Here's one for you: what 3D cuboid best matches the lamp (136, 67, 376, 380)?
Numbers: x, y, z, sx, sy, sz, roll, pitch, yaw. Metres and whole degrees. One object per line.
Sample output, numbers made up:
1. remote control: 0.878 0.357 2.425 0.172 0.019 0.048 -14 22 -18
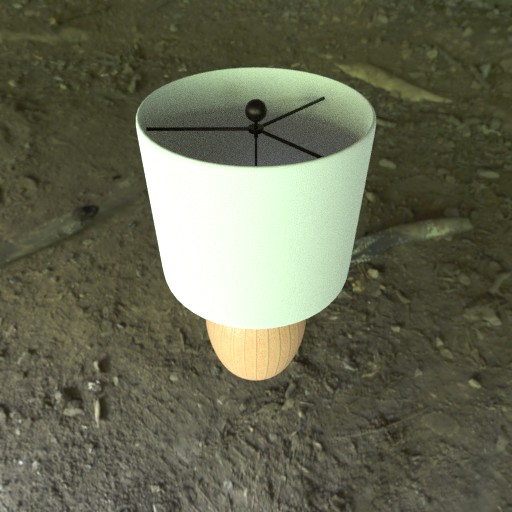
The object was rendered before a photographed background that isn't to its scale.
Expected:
1. lamp: 0.000 0.000 0.795 0.329 0.570 0.329 0 41 0
